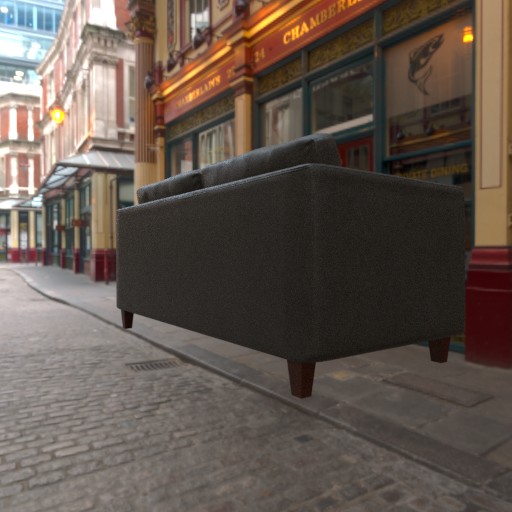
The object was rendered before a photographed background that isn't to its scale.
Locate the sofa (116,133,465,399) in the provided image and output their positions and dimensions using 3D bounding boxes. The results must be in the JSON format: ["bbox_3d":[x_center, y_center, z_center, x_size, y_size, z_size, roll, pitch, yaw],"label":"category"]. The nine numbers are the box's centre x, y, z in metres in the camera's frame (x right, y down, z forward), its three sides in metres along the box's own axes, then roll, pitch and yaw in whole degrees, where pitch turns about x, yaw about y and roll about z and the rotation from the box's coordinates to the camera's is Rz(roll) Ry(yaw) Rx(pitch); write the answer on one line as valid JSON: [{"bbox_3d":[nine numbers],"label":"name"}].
[{"bbox_3d":[0.000,0.000,2.406,0.951,0.933,1.883,0,0,-36],"label":"sofa"}]
